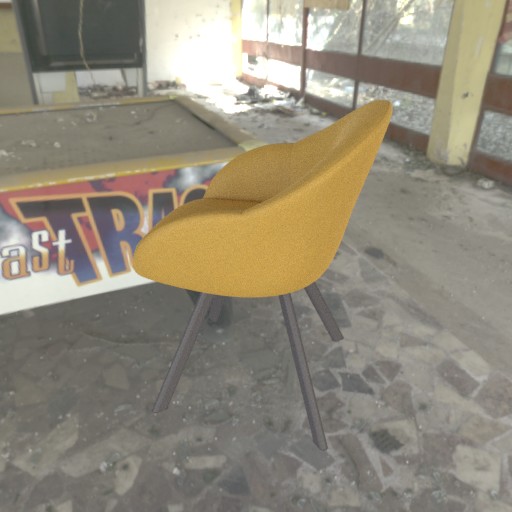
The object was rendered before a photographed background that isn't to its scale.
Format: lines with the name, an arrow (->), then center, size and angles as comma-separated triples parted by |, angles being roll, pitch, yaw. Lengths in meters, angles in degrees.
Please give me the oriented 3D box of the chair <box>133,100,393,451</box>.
chair -> 0.000, 0.000, 1.164 | 0.583, 0.793, 0.551 | 7, 29, 13
